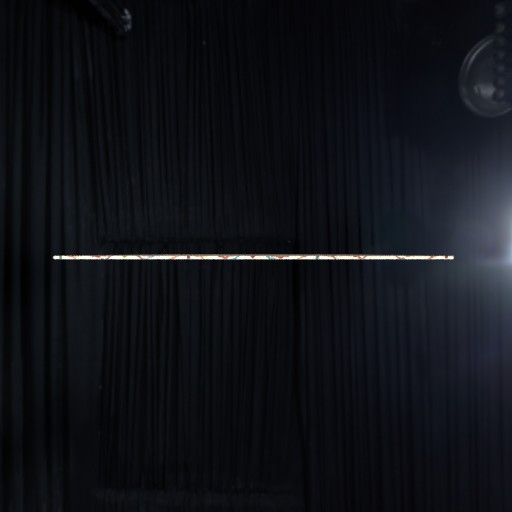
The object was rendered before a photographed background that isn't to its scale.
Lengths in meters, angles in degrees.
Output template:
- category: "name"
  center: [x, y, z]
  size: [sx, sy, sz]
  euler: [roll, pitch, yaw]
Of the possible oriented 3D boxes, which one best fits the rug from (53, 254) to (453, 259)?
- category: "rug"
  center: [0.000, 0.000, 4.300]
  size: [2.446, 0.020, 3.215]
  euler: [0, 0, 1]
